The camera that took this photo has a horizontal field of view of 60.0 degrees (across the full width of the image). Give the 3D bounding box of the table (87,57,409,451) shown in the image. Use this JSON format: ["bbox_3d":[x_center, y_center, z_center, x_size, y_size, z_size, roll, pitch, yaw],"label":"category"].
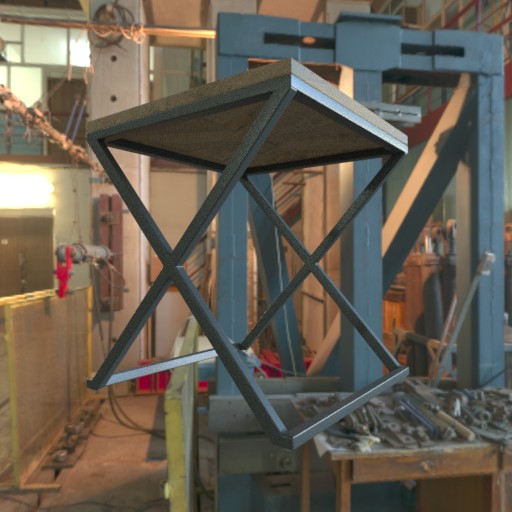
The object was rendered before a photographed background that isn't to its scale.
[{"bbox_3d":[0.000,0.000,0.958,0.498,0.550,0.499,0,0,37],"label":"table"}]
